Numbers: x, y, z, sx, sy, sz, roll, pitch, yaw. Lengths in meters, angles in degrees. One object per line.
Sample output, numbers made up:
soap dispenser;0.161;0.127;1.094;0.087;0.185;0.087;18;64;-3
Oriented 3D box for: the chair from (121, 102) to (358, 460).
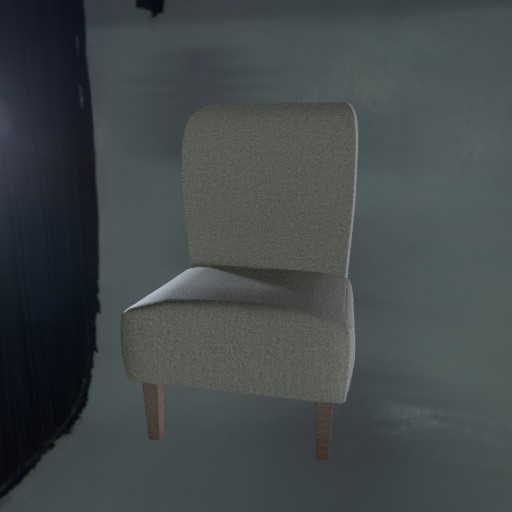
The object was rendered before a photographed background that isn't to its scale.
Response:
chair;0.000;0.000;1.156;0.513;0.804;0.592;2;14;10
